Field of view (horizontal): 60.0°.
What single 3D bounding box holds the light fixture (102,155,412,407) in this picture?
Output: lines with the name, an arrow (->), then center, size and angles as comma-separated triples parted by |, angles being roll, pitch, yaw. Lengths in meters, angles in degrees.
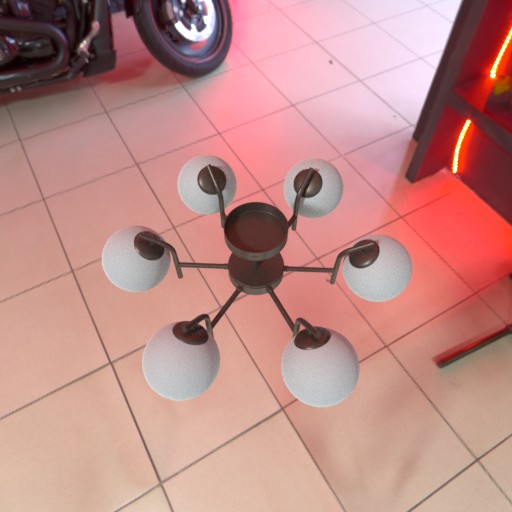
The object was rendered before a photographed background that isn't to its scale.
light fixture -> 0.000, 0.000, 0.934 | 0.662, 0.201, 0.662 | 0, 56, 0
